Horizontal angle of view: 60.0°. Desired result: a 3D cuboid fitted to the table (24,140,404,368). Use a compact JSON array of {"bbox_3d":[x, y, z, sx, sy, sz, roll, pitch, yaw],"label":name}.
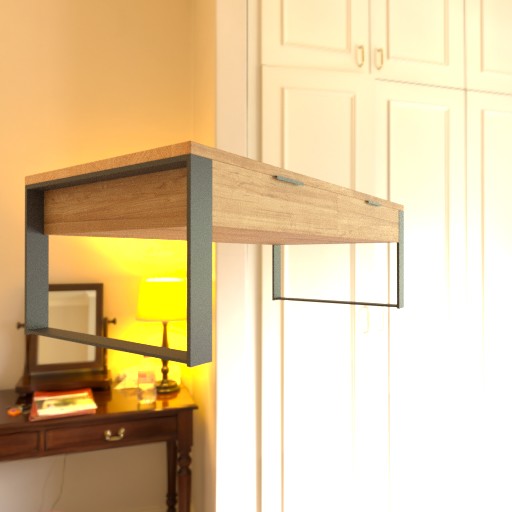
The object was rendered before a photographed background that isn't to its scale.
[{"bbox_3d":[0.000,0.000,1.424,0.590,0.400,1.180,0,0,36],"label":"table"}]
